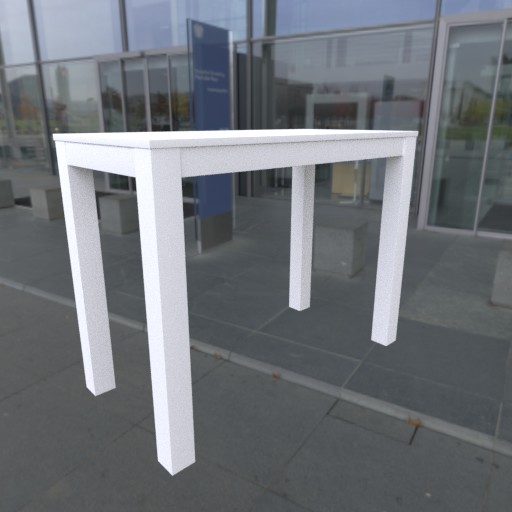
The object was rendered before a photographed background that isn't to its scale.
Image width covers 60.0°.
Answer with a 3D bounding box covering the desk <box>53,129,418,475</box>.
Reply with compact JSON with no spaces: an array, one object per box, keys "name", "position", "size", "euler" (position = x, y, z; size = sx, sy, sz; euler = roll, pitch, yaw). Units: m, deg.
[{"name":"desk","position":[0.000,0.000,1.418],"size":[0.990,0.762,0.497],"euler":[-15,23,-40]}]
